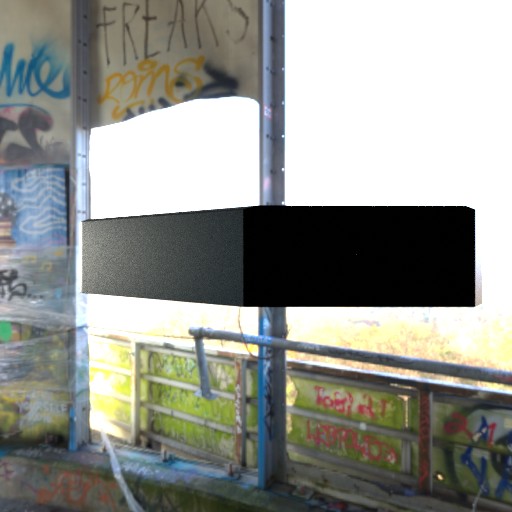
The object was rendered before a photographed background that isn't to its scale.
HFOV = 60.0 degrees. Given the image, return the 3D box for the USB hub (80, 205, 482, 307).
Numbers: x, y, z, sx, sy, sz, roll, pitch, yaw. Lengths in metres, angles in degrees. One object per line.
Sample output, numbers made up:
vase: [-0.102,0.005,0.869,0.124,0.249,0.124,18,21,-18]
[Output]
USB hub: [0.000,0.000,0.125,0.110,0.023,0.044,0,0,36]
